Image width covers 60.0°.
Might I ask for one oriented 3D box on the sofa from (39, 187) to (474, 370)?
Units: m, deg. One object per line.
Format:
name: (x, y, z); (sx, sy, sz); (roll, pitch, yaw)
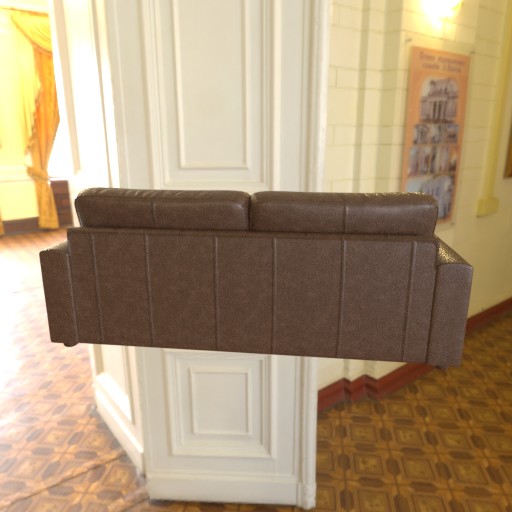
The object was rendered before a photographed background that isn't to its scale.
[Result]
sofa: (0.000, 0.000, 2.702); (2.179, 0.873, 1.016); (2, 16, 7)
